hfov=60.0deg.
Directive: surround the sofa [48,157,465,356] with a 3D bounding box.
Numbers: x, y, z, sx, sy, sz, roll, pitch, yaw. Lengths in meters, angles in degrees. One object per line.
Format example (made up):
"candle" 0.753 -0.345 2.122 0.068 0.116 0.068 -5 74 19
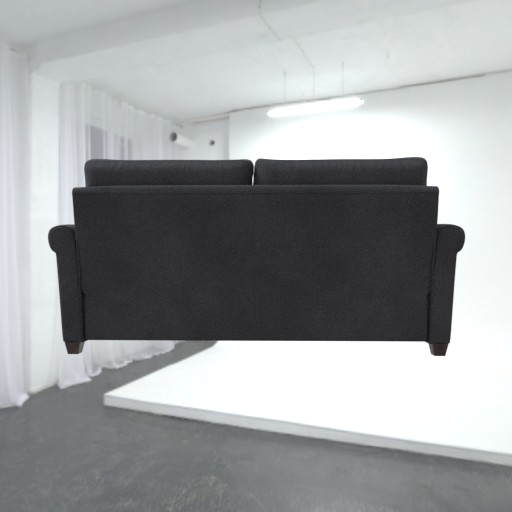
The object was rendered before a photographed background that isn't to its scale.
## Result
"sofa" 0.000 0.000 2.376 1.935 0.942 0.842 0 0 1
